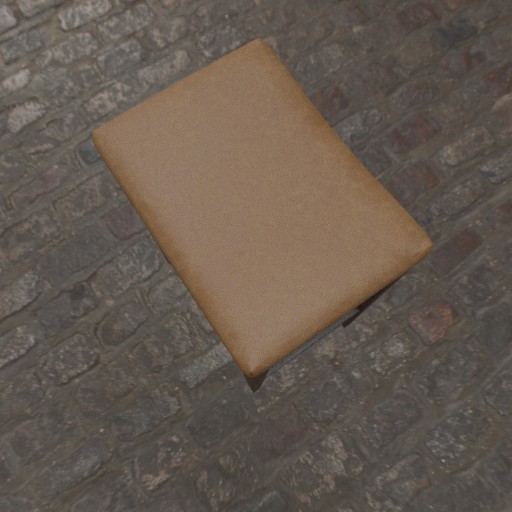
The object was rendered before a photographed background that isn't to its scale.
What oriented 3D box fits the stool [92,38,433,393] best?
[{"bbox_3d":[0.000,0.000,1.034,0.361,0.759,0.500,-33,76,-9],"label":"stool"}]
